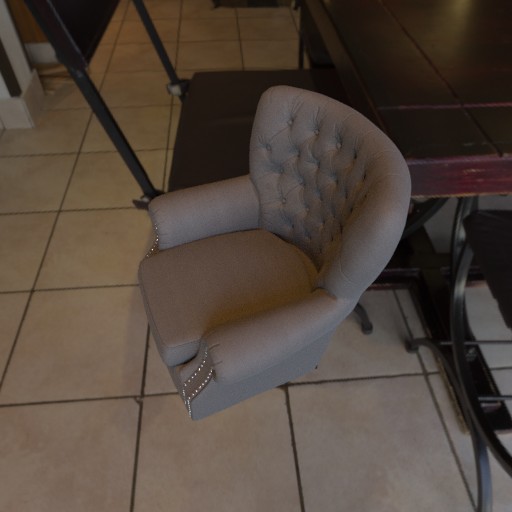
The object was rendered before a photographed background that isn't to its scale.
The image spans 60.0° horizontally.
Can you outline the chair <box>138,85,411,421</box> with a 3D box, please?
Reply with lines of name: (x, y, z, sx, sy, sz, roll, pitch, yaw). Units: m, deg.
chair: (0.000, 0.000, 1.848, 0.983, 1.046, 0.983, -17, 49, -16)
